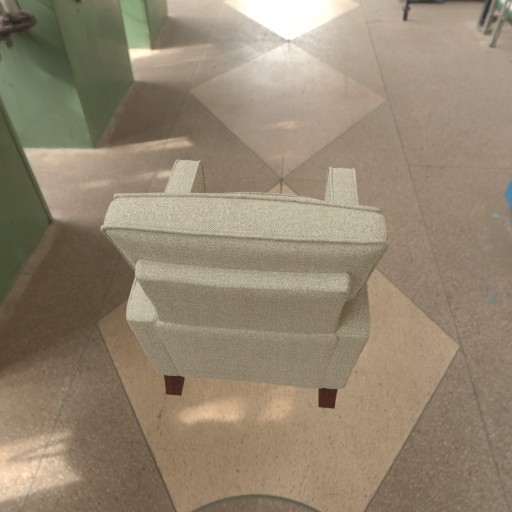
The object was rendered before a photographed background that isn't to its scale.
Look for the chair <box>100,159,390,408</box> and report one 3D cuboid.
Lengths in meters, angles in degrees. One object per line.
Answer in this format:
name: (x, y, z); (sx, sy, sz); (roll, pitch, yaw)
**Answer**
chair: (0.000, 0.000, 1.413); (0.648, 0.888, 0.754); (4, 46, 4)
